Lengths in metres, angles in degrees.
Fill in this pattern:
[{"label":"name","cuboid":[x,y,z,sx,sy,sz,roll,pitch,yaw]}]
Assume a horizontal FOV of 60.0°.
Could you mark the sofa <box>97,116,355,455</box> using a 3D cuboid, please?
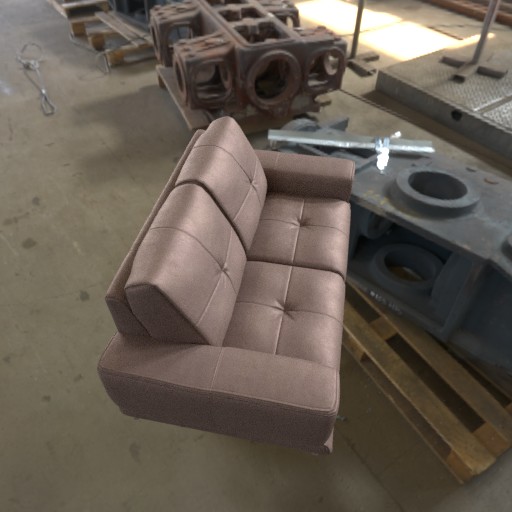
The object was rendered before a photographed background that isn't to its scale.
[{"label":"sofa","cuboid":[0.000,0.000,2.413,1.018,0.907,1.806,8,46,8]}]
